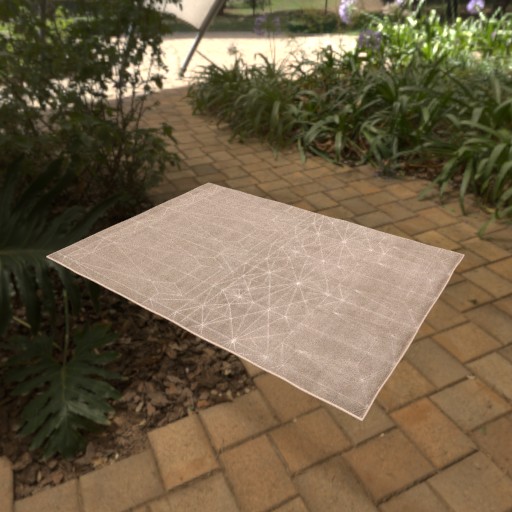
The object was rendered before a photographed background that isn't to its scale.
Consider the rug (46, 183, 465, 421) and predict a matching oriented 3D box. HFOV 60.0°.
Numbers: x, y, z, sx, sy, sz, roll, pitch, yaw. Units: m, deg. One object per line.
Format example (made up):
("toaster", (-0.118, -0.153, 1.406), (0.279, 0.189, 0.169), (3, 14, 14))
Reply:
("rug", (0.000, 0.000, 4.383), (3.357, 0.019, 2.449), (20, 36, 30))
